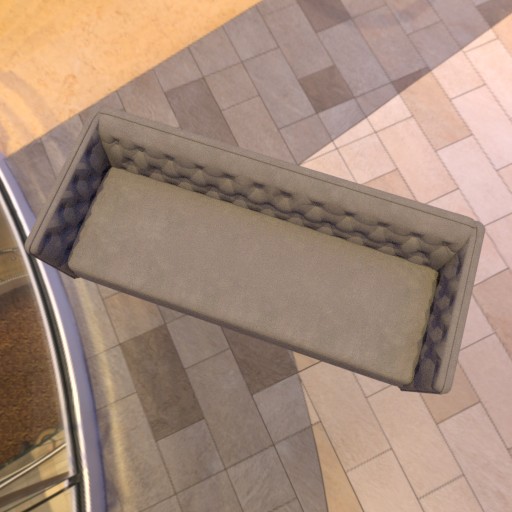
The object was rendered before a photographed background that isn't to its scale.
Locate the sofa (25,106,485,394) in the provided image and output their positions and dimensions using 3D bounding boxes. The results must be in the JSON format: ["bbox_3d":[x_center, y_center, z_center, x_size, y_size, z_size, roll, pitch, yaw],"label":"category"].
[{"bbox_3d":[0.000,0.000,2.569,2.209,0.771,0.895,18,75,5],"label":"sofa"}]
